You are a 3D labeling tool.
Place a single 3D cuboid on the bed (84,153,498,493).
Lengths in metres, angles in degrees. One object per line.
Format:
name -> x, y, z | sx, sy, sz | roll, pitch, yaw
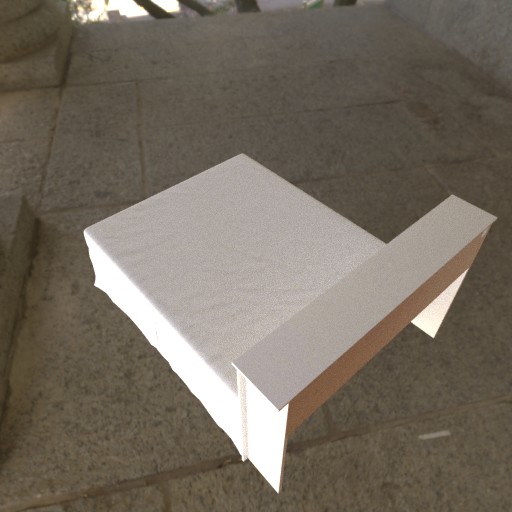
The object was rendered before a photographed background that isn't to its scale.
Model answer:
bed -> 0.000, 0.000, 3.000 | 1.671, 1.092, 2.133 | -32, 54, -28
